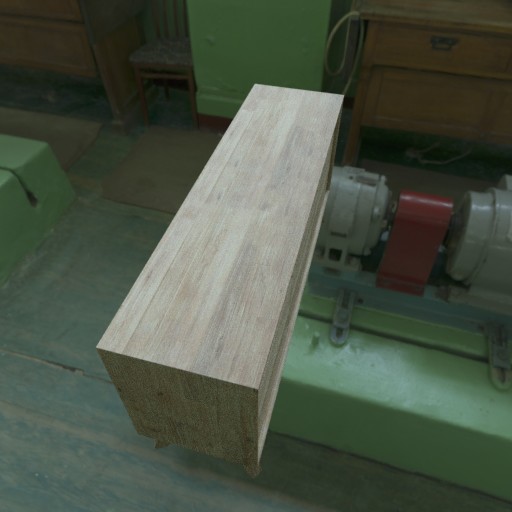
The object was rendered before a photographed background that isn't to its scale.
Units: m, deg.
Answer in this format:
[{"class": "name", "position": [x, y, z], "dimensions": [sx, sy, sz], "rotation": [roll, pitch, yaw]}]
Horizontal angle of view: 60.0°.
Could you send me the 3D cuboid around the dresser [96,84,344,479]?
[{"class": "dresser", "position": [0.000, 0.000, 1.969], "dimensions": [0.455, 0.788, 1.602], "rotation": [11, 48, 11]}]
